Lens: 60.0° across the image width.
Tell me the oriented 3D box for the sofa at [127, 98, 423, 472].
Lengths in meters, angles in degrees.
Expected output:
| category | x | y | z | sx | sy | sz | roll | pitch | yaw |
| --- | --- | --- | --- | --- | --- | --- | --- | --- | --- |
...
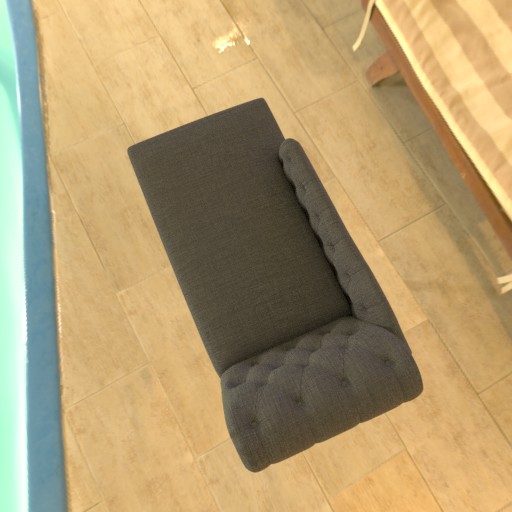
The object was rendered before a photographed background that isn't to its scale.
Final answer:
| category | x | y | z | sx | sy | sz | roll | pitch | yaw |
| --- | --- | --- | --- | --- | --- | --- | --- | --- | --- |
| sofa | 0.000 | 0.000 | 1.808 | 0.675 | 0.787 | 1.379 | -23 | 76 | -6 |
